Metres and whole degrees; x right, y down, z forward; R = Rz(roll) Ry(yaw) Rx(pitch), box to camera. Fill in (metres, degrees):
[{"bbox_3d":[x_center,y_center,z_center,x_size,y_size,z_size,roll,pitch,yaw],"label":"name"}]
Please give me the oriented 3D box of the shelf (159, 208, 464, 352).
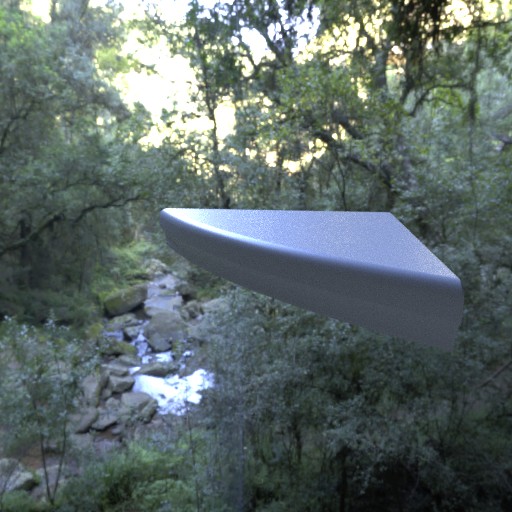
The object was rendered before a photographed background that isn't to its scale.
[{"bbox_3d":[0.000,0.000,0.448,0.310,0.050,0.310,2,14,7],"label":"shelf"}]
